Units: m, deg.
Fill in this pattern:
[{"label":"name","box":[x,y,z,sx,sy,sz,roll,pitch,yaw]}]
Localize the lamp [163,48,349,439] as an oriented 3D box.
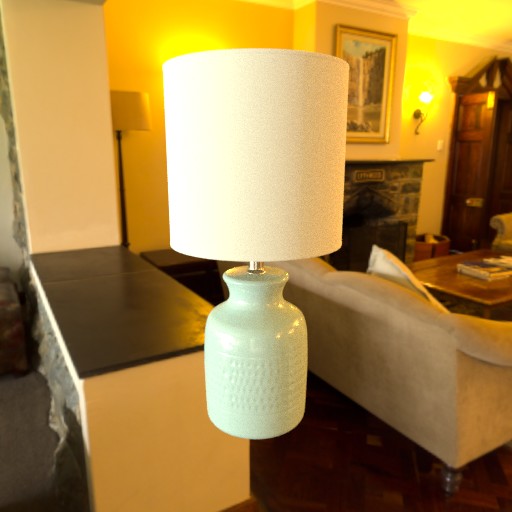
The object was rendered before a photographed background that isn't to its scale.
[{"label":"lamp","box":[0.000,0.000,1.108,0.418,0.871,0.418,2,13,10]}]
